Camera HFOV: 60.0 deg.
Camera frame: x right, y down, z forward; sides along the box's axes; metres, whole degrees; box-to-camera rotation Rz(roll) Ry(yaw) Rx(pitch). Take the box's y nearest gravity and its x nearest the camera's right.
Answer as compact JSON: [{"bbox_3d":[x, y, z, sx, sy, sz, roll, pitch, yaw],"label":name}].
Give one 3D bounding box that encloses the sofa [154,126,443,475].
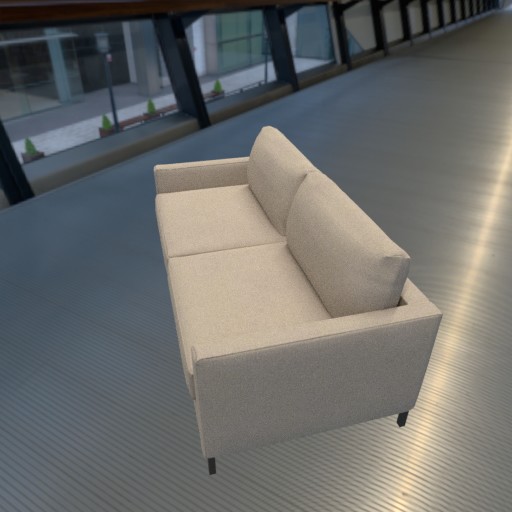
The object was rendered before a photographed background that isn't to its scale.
[{"bbox_3d":[0.000,0.000,2.173,0.875,0.840,1.682,-8,33,-13],"label":"sofa"}]
